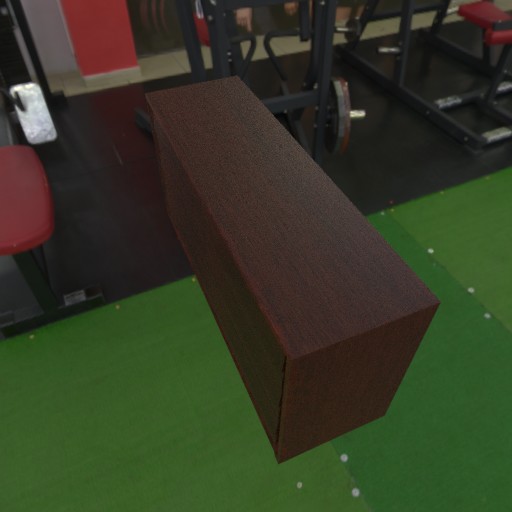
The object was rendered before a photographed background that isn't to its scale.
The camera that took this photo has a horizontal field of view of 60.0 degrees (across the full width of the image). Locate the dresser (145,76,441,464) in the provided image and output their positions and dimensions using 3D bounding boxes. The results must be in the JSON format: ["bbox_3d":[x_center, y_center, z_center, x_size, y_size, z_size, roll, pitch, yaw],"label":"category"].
[{"bbox_3d":[0.000,0.000,2.090,0.499,0.971,1.609,-17,49,-16],"label":"dresser"}]
